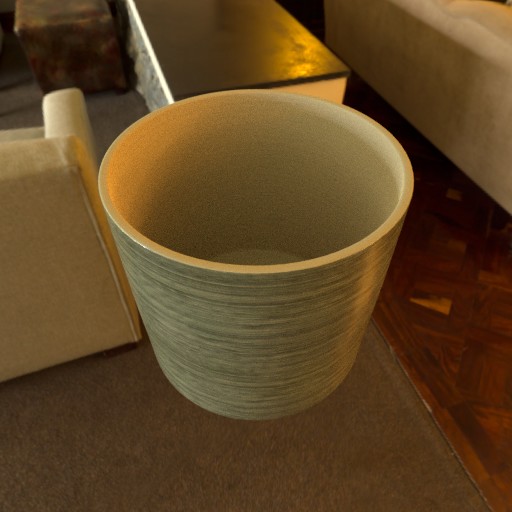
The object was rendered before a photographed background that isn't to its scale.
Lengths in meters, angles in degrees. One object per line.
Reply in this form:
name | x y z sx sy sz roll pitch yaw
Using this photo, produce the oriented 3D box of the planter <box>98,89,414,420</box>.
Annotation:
planter | 0.000 0.000 0.392 0.221 0.201 0.221 0 46 0
